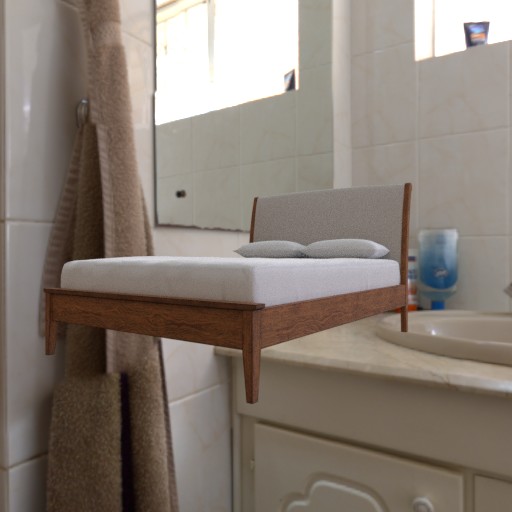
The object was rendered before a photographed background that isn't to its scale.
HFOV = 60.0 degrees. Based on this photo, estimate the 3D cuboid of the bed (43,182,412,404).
[{"bbox_3d":[0.000,0.000,2.972,1.502,1.135,2.108,0,0,36],"label":"bed"}]
